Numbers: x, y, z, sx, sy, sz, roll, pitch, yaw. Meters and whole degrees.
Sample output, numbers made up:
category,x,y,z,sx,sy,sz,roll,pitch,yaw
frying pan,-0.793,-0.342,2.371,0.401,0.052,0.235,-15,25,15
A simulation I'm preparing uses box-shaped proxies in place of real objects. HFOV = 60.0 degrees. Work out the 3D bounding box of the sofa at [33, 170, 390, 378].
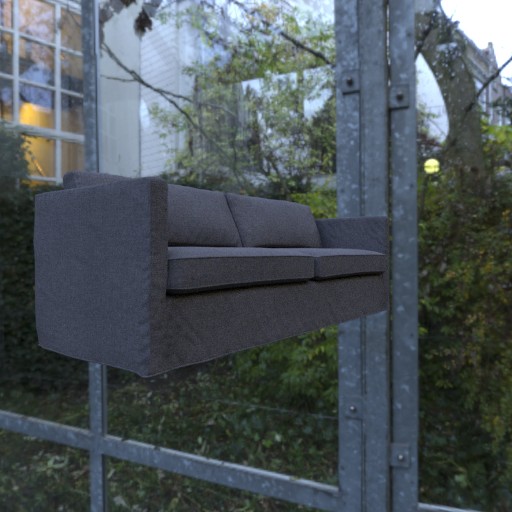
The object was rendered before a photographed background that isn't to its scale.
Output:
category,x,y,z,sx,sy,sz,roll,pitch,yaw
sofa,0.000,0.000,3.240,1.036,0.998,2.779,0,1,37
